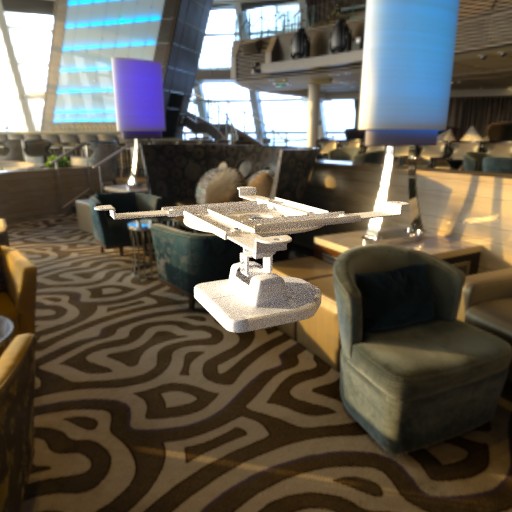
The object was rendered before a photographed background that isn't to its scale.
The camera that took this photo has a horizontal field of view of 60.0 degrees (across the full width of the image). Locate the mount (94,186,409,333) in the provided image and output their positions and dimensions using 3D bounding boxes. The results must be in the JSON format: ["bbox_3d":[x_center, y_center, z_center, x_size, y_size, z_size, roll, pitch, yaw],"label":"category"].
[{"bbox_3d":[0.000,0.000,0.610,0.394,0.141,0.394,-7,17,-25],"label":"mount"}]
